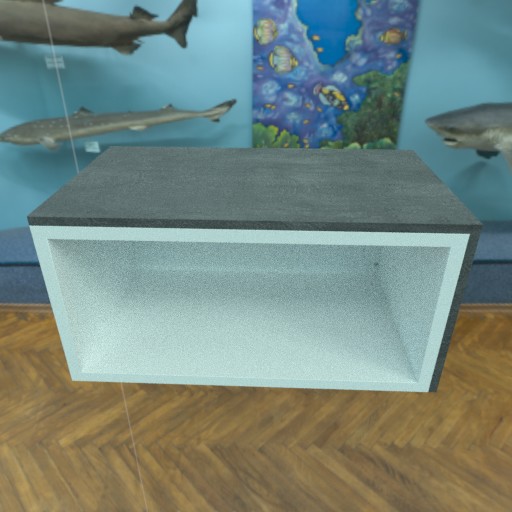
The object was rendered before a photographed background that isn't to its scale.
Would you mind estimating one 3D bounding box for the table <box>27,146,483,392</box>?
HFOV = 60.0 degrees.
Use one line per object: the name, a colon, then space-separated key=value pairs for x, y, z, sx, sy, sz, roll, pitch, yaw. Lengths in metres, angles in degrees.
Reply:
table: x=0.000 y=0.000 z=0.938 sx=0.700 sy=0.350 sz=0.400 roll=1 pitch=29 yaw=2
